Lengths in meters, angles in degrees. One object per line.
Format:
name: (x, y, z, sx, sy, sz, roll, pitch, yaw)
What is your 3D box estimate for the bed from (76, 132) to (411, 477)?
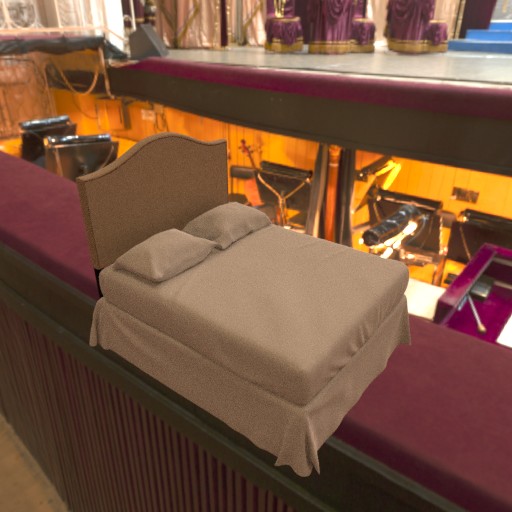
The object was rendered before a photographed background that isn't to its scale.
bed: (0.000, 0.000, 3.486, 2.221, 1.645, 1.876, 19, 33, 33)
